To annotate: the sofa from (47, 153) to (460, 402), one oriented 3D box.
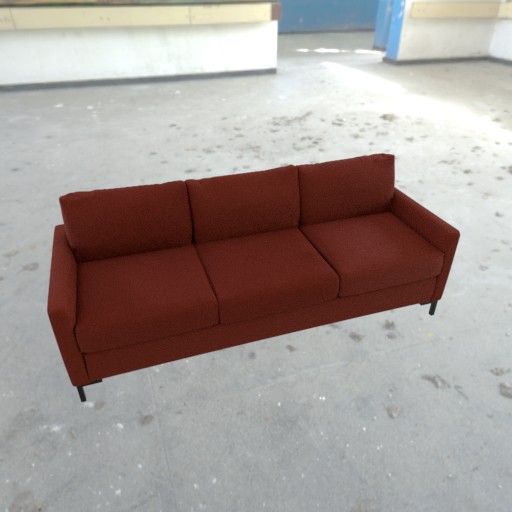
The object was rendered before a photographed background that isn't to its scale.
[{"bbox_3d":[0.000,0.000,2.670,2.252,0.879,0.875,-10,34,-16],"label":"sofa"}]
